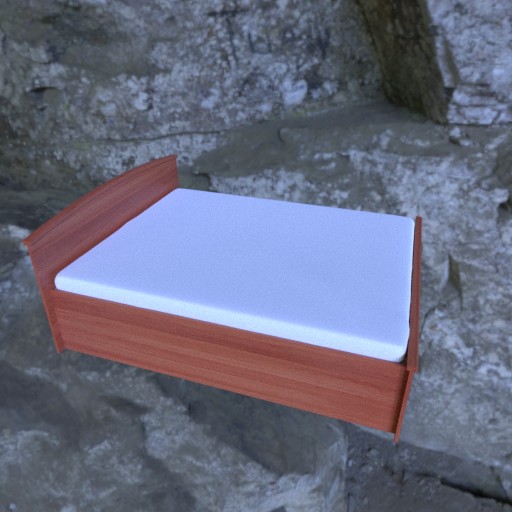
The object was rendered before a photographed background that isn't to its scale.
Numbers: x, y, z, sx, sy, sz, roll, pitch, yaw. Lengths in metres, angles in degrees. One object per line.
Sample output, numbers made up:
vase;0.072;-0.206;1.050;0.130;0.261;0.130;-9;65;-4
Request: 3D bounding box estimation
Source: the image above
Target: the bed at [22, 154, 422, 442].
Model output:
bed;0.000;0.000;2.938;2.053;0.848;1.683;9;31;16
